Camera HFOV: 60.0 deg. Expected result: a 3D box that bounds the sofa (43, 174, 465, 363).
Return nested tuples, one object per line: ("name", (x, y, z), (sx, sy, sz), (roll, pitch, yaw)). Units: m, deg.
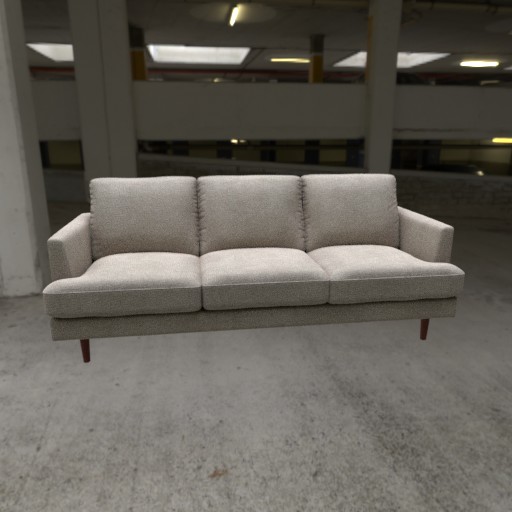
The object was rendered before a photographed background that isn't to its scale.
("sofa", (0.000, 0.000, 2.717), (2.246, 0.930, 0.903), (-2, 16, -8))
